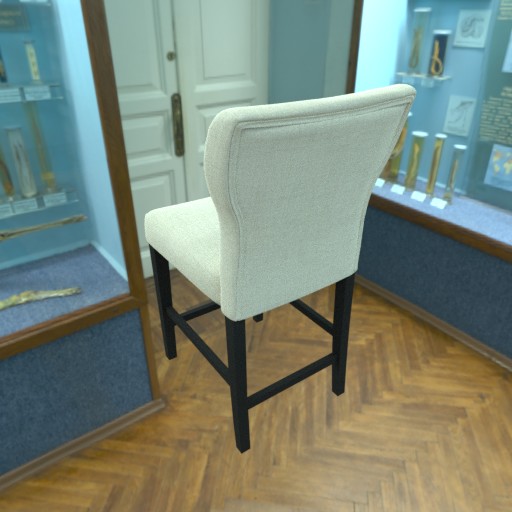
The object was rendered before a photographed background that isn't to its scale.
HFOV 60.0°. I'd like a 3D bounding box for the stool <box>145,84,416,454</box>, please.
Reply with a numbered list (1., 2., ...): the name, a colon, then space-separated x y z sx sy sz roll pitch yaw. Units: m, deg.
1. stool: 0.000 0.000 1.298 0.514 0.972 0.603 -19 34 -30
